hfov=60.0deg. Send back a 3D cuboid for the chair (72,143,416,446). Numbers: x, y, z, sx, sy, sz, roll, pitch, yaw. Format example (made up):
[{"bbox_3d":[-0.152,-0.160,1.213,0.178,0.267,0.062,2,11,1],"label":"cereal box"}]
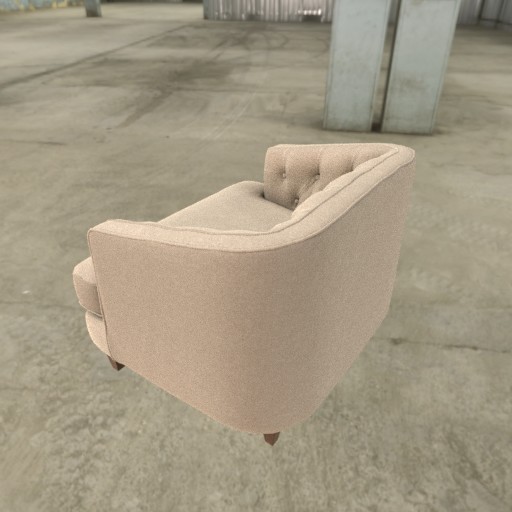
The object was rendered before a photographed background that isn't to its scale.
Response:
[{"bbox_3d":[0.000,0.000,1.760,0.941,0.852,1.104,21,37,30],"label":"chair"}]
